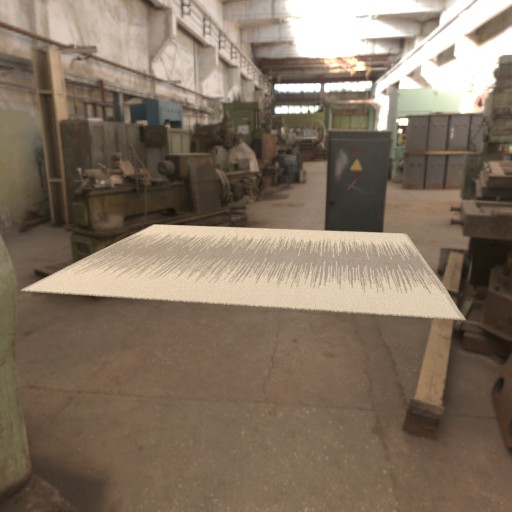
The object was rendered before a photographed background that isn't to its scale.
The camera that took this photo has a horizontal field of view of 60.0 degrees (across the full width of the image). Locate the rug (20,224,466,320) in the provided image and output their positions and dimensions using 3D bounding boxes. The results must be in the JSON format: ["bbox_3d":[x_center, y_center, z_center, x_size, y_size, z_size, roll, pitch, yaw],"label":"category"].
[{"bbox_3d":[0.000,0.000,4.104,3.037,0.010,2.453,3,16,10],"label":"rug"}]
